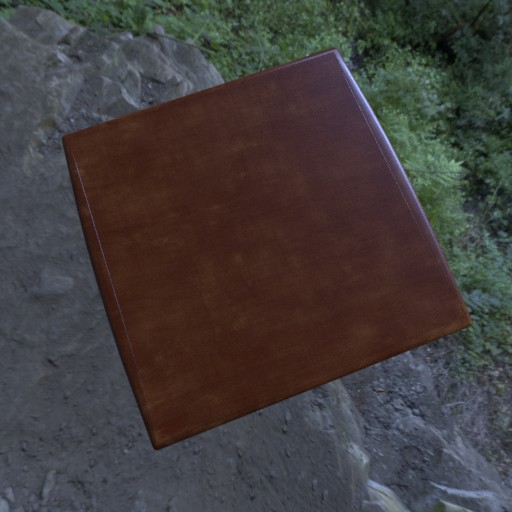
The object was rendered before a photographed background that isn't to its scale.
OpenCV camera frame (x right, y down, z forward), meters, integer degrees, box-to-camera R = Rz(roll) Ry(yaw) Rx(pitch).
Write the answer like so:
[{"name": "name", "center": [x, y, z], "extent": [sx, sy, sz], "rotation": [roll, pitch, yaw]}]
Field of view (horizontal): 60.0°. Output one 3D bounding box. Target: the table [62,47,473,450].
[{"name": "table", "center": [0.000, 0.000, 1.686], "extent": [0.991, 0.754, 0.991], "rotation": [-20, 76, -5]}]
